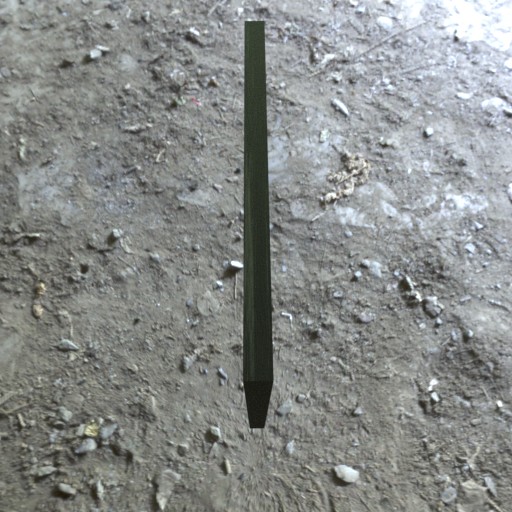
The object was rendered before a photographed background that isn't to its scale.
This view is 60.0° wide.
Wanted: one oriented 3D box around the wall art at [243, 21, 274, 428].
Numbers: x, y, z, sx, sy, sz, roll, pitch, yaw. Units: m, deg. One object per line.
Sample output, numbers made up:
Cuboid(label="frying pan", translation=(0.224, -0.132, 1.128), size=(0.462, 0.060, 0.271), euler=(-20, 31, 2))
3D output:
Cuboid(label="wall art", translation=(0.000, 0.000, 1.133), size=(0.043, 0.758, 0.762), euler=(0, 64, 0))
